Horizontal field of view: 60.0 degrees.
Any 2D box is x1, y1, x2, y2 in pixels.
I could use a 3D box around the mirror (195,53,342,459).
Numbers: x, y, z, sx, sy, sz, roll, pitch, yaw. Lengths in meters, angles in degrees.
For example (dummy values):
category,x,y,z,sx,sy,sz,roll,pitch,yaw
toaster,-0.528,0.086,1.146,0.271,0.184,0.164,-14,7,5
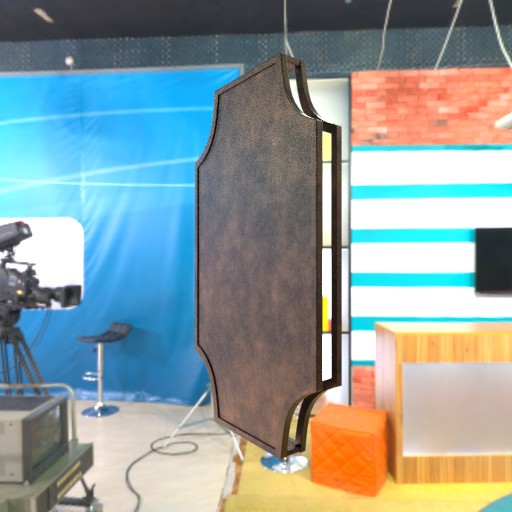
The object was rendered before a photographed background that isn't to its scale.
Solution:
category,x,y,z,sx,sy,sz,roll,pitch,yaw
mirror,0.000,0.000,1.005,0.066,0.811,0.462,0,0,-36
